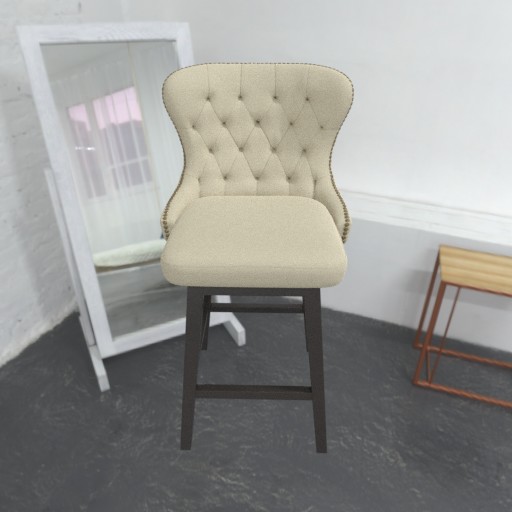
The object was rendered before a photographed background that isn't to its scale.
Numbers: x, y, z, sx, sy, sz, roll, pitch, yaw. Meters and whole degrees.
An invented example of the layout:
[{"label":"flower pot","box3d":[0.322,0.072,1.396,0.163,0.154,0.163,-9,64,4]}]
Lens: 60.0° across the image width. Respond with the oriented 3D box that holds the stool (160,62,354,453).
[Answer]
[{"label":"stool","box3d":[0.000,0.000,1.290,0.528,0.971,0.593,1,31,1]}]
